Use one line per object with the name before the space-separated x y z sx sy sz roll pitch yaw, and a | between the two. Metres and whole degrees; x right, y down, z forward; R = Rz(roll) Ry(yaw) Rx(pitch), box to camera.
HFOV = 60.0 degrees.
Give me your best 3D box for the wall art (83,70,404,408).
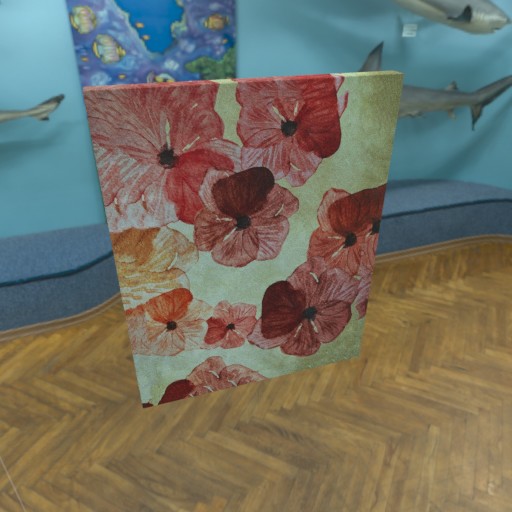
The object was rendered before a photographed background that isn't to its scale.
wall art | 0.000 0.000 0.678 0.406 0.508 0.028 -9 32 -15
